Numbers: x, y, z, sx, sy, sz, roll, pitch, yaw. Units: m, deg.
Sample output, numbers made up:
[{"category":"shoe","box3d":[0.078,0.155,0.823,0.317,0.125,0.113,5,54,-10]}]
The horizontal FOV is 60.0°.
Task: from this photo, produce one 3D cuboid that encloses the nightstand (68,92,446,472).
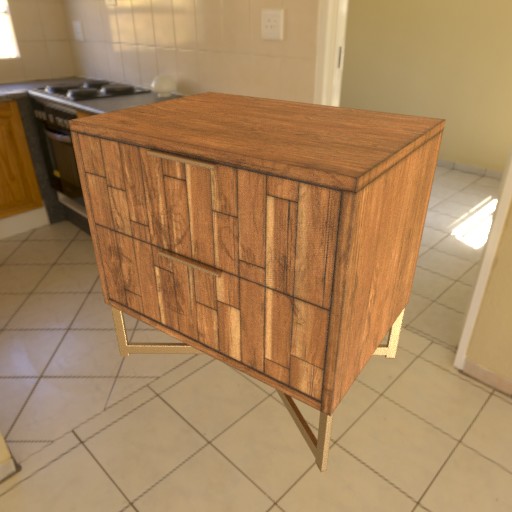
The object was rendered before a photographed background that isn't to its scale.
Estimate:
[{"category":"nightstand","box3d":[0.000,0.000,1.019,0.610,0.610,0.446,18,34,30]}]
